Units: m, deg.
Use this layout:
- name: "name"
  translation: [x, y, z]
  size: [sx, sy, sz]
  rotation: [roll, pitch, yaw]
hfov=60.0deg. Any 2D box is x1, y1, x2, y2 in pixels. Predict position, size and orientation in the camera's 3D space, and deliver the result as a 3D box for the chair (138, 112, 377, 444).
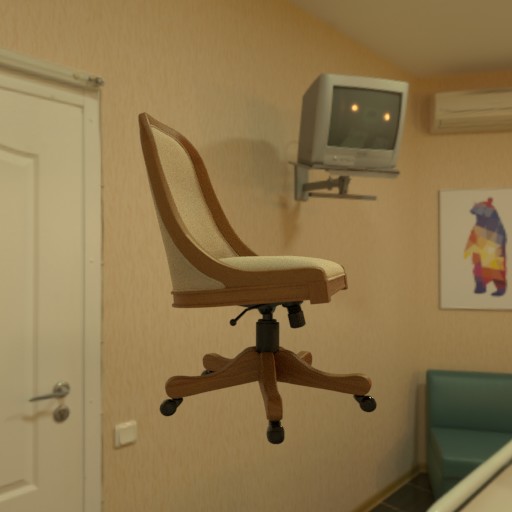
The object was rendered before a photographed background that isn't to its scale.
- name: "chair"
  translation: [0.000, 0.000, 1.546]
  size: [0.811, 1.009, 0.702]
  rotation: [0, 0, 17]
